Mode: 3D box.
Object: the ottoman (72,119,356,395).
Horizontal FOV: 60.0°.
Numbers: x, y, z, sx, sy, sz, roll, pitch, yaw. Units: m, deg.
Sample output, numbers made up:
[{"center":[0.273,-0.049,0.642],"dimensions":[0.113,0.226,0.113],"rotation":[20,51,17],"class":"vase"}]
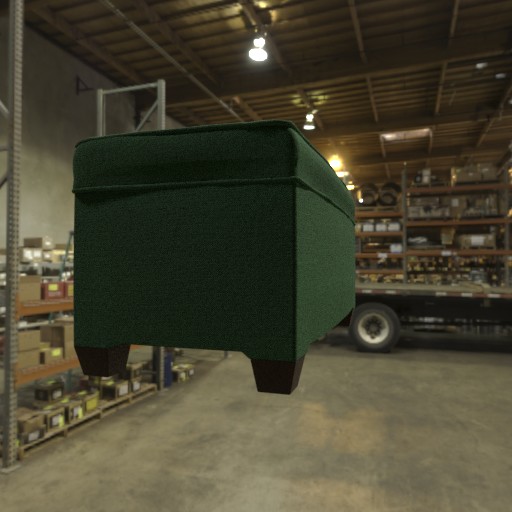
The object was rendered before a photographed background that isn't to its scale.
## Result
[{"center":[0.000,0.000,1.214],"dimensions":[0.483,0.471,0.957],"rotation":[0,-1,18],"class":"ottoman"}]
